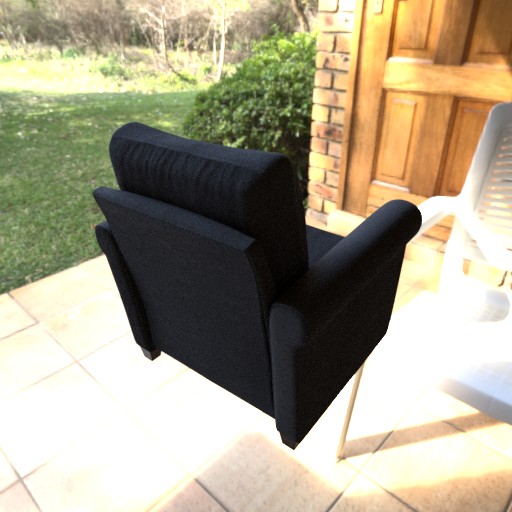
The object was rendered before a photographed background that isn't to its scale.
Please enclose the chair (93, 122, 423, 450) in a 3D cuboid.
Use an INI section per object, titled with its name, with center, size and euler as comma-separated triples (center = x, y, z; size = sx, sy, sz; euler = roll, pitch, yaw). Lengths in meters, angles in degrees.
[chair]
center = 0.000, 0.000, 1.571
size = 0.867, 0.942, 0.828
euler = 20, 35, 32
